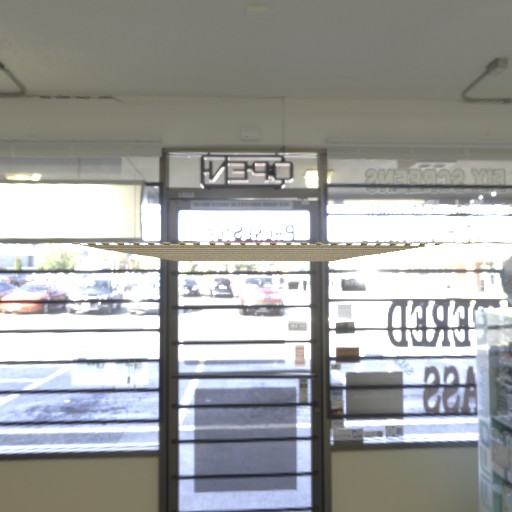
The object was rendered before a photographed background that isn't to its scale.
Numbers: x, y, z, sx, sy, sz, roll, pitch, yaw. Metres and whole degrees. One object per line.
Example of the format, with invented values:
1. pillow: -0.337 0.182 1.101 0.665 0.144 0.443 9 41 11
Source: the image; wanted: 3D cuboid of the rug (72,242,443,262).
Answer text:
1. rug: 0.000 0.000 2.490 1.229 0.011 2.096 0 -2 0
